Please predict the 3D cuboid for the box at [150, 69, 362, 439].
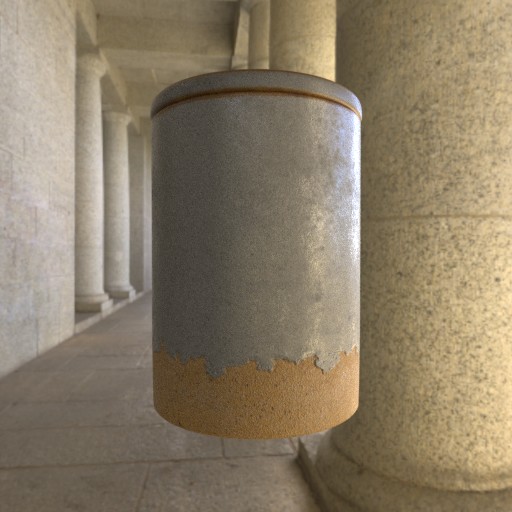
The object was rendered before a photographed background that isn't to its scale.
[{"bbox_3d":[0.000,0.000,0.253,0.118,0.168,0.118,0,0,0],"label":"box"}]
